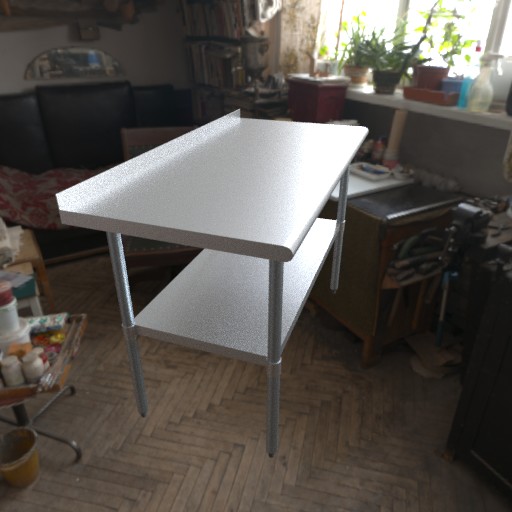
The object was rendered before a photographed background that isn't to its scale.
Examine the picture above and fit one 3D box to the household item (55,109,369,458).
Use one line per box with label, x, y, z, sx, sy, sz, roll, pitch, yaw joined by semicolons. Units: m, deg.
household item;0.000;0.000;1.705;0.610;0.851;1.219;10;30;17
